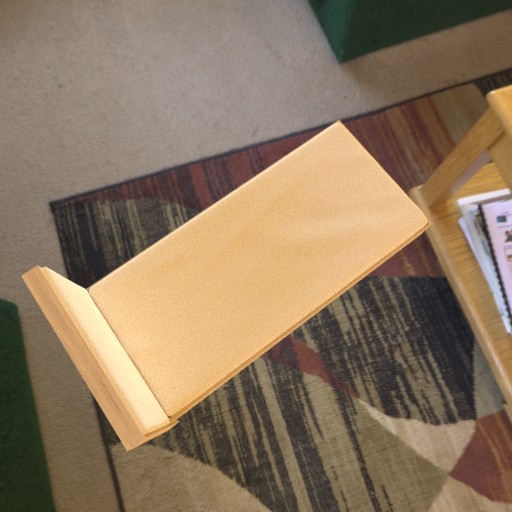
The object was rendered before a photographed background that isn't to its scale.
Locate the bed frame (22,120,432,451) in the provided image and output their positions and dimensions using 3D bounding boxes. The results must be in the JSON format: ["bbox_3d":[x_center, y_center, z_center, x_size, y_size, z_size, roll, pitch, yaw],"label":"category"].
[{"bbox_3d":[0.000,0.000,2.689,2.140,0.920,0.990,-35,77,-10],"label":"bed frame"}]
